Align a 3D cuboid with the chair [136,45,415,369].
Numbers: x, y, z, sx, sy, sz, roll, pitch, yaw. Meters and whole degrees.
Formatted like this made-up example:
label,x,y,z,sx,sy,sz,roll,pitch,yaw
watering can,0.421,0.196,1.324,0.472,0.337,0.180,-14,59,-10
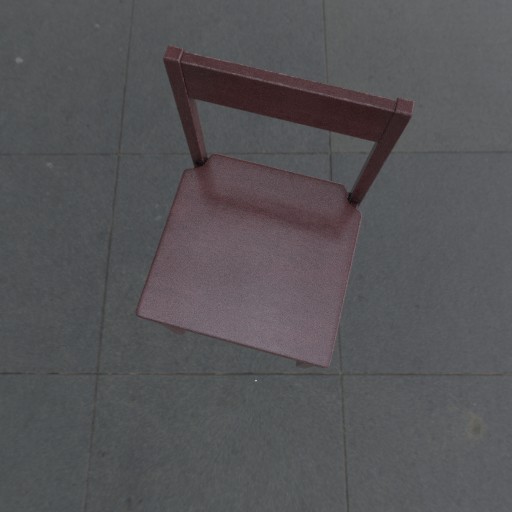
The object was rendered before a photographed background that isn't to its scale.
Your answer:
label,x,y,z,sx,sy,sz,roll,pitch,yaw
chair,0.000,0.000,0.891,0.367,0.668,0.361,15,75,4
